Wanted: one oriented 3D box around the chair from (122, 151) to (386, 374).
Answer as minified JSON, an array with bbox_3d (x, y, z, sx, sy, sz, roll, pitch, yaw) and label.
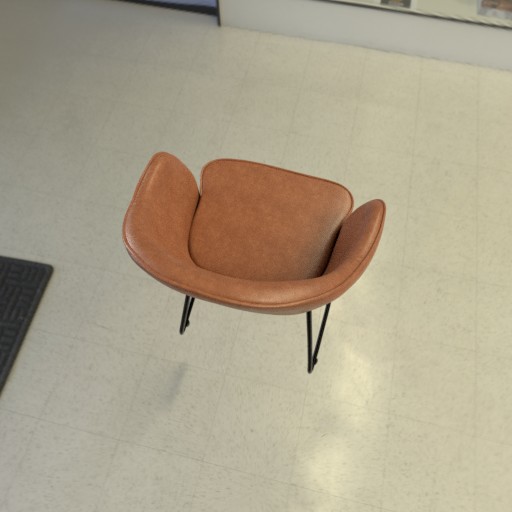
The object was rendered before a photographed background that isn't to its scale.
[{"bbox_3d":[0.000,0.000,1.221,0.582,0.785,0.580,14,64,7],"label":"chair"}]
